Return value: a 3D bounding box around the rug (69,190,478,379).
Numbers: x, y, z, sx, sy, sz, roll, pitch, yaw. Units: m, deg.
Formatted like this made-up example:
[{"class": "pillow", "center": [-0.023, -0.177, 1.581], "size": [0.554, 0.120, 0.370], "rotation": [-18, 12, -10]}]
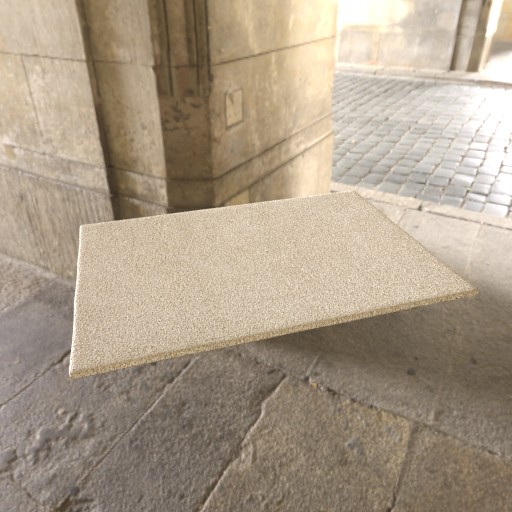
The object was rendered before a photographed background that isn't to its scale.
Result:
[{"class": "rug", "center": [0.000, 0.000, 2.314], "size": [1.778, 0.030, 1.219], "rotation": [-9, 33, -14]}]
